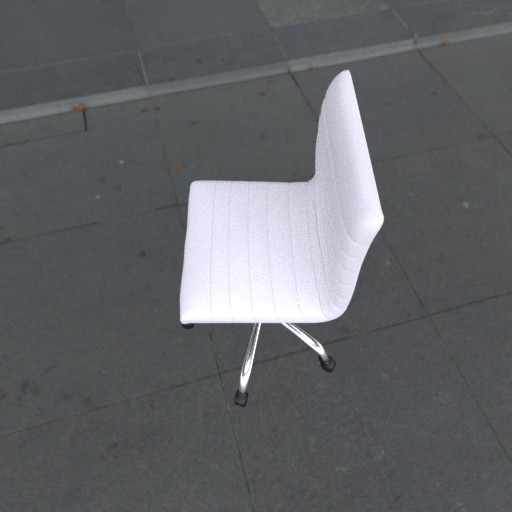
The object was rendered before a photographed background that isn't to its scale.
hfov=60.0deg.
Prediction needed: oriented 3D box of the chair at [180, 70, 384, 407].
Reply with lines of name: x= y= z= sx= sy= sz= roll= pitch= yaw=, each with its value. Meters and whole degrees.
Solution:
chair: x=0.000 y=0.000 z=1.057 sx=0.455 sy=0.750 sz=0.520 roll=-1 pitch=57 yaw=-1
